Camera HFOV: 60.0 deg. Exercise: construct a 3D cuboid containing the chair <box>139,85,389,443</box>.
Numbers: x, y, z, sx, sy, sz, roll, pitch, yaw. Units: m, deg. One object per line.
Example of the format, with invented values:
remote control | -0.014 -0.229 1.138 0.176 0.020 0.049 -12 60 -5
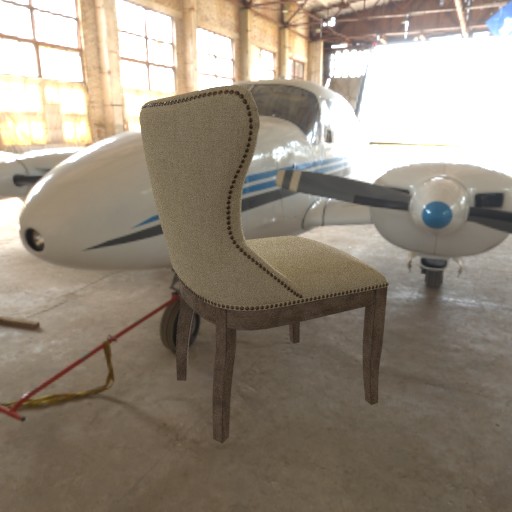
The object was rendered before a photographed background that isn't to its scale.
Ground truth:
chair | 0.000 0.000 1.468 0.681 1.002 0.654 -8 18 -26
